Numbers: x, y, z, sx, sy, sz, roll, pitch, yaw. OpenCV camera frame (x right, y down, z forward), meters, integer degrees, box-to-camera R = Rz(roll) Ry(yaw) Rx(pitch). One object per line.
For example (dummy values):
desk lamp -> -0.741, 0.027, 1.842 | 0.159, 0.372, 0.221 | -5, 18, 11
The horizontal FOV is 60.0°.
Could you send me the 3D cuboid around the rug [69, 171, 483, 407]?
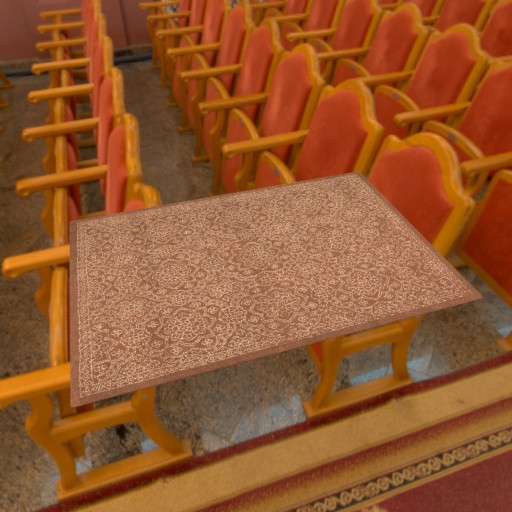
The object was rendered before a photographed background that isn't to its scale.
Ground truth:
rug -> 0.000, 0.000, 2.857 | 2.286, 0.011, 1.524 | -12, 42, -13
